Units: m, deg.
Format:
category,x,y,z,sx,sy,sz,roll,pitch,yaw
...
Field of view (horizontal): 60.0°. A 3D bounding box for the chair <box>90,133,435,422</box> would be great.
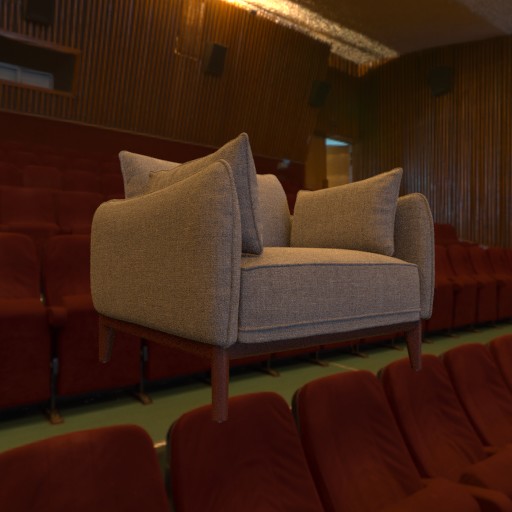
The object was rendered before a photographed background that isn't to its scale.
category,x,y,z,sx,sy,sz,roll,pitch,yaw
chair,0.000,0.000,1.693,0.993,0.839,0.976,1,-1,-38
